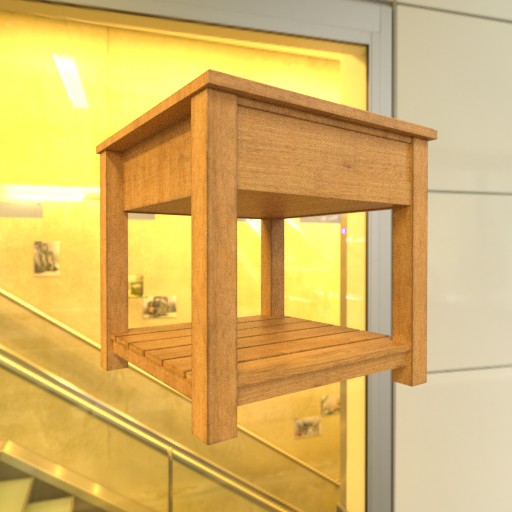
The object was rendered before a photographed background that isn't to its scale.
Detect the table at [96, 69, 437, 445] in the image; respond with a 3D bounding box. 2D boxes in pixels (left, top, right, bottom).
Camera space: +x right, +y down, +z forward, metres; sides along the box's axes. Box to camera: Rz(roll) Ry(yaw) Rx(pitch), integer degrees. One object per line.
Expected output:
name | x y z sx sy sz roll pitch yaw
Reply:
table | 0.000 0.000 1.112 0.612 0.593 0.616 -1 1 -35
